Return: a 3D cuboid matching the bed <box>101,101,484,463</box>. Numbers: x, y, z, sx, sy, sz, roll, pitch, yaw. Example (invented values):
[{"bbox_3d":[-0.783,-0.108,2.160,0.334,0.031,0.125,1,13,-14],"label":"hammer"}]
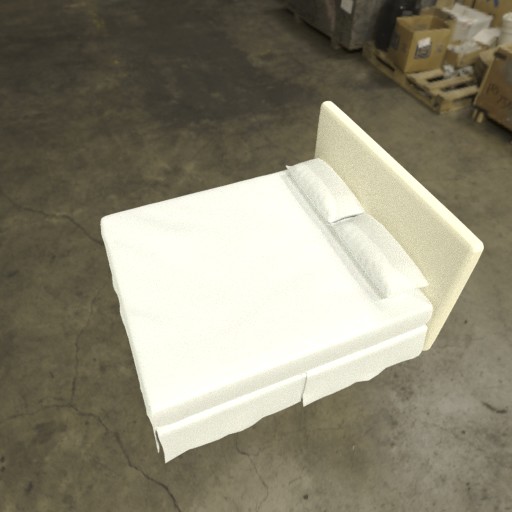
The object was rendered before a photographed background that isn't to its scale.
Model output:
[{"bbox_3d":[0.000,0.000,3.612,2.341,1.317,2.119,-17,49,-15],"label":"bed"}]
